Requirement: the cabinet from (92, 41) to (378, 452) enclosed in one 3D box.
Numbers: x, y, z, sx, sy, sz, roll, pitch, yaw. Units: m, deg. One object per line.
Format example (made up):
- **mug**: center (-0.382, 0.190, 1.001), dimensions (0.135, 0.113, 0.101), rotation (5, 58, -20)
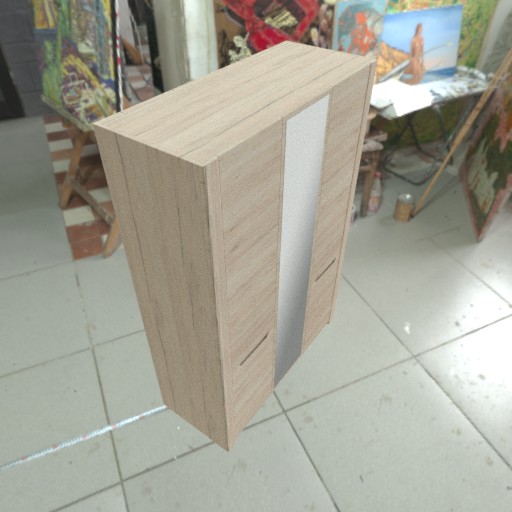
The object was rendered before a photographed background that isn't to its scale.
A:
- **cabinet**: center (0.000, 0.000, 2.725), dimensions (0.580, 2.070, 1.400), rotation (26, 47, 26)
